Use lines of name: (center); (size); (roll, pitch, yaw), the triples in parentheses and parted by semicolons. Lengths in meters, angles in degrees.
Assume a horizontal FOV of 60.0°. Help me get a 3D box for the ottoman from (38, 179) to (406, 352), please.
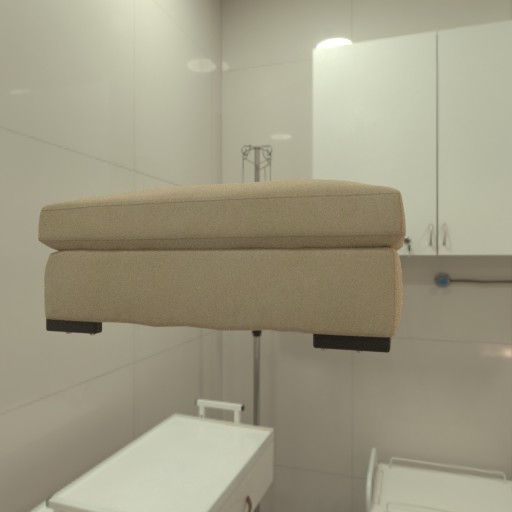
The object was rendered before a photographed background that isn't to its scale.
ottoman: (0.000, 0.000, 1.869); (1.190, 0.522, 1.205); (0, 0, 18)
